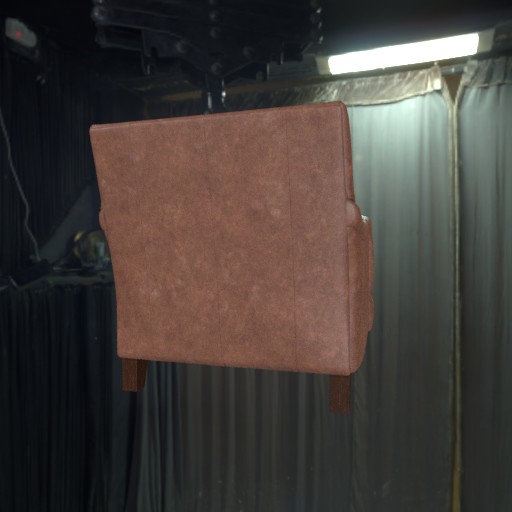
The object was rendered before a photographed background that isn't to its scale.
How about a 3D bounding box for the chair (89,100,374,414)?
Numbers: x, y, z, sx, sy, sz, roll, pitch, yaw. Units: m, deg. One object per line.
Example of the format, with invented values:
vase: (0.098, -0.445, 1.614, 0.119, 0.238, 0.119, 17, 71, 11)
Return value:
chair: (0.000, 0.000, 1.966, 0.986, 1.055, 1.158, 0, 1, 17)
